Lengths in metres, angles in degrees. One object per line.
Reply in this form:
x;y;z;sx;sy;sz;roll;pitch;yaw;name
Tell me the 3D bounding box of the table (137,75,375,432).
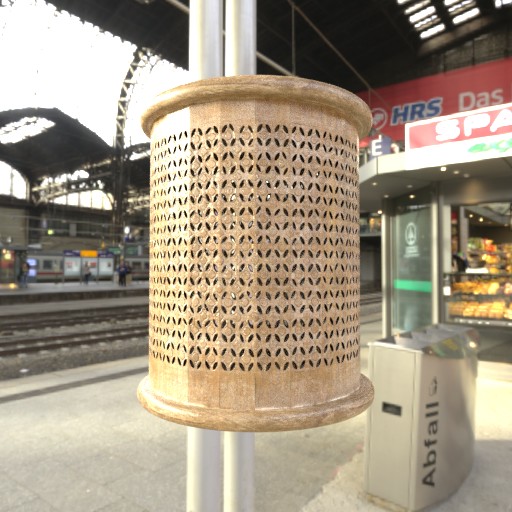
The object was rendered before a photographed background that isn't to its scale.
0.000;0.000;0.793;0.407;0.482;0.407;0;-2;0;table
